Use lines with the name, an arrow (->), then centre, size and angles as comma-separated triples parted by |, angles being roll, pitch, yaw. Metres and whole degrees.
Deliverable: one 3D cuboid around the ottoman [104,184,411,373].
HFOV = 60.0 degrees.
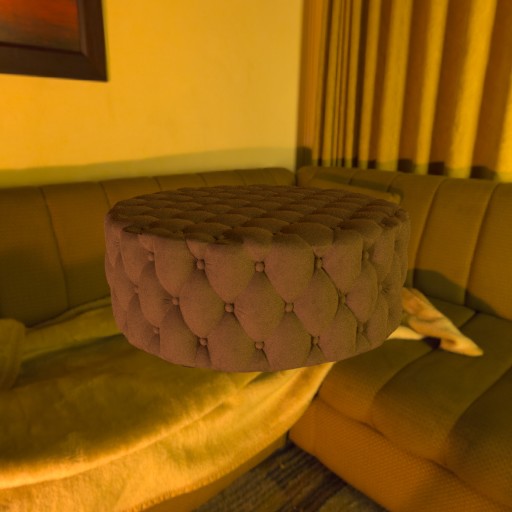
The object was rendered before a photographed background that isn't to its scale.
ottoman -> 0.000, 0.000, 1.536 | 0.998, 0.399, 0.998 | 0, 17, 0
